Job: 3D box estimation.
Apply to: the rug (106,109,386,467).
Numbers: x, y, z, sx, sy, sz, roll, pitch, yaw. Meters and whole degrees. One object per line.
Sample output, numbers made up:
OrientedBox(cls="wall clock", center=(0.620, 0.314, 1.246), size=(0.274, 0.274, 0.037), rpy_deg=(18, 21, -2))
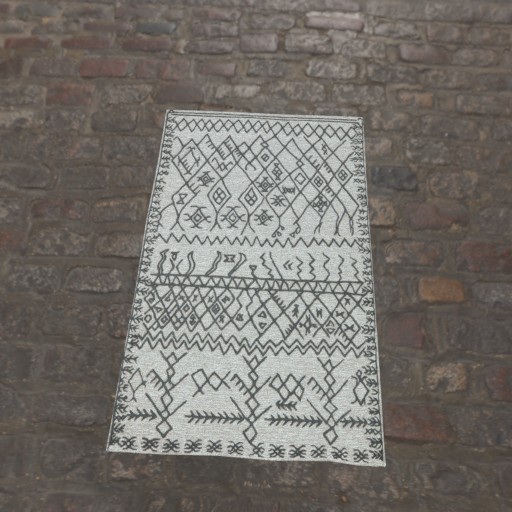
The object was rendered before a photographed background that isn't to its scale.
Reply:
OrientedBox(cls="rug", center=(0.000, 0.000, 4.584), size=(2.393, 0.019, 3.824), rpy_deg=(3, 65, 1))
